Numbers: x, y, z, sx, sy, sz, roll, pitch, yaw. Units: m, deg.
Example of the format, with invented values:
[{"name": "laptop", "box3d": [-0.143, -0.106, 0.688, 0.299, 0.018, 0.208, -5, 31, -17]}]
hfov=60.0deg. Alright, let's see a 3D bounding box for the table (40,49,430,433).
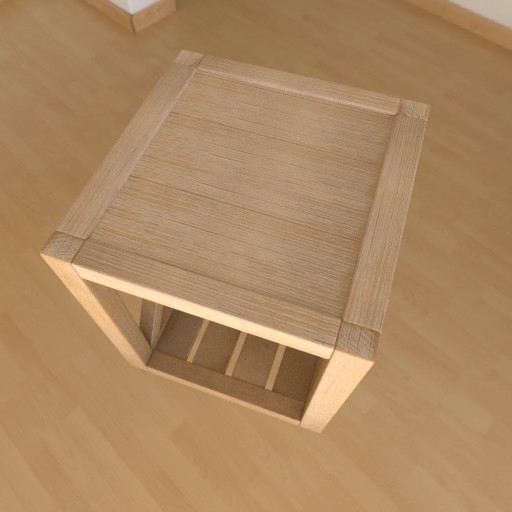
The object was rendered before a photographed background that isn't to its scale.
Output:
[{"name": "table", "box3d": [0.000, 0.000, 1.060, 0.558, 0.610, 0.559, 17, 61, 10]}]
